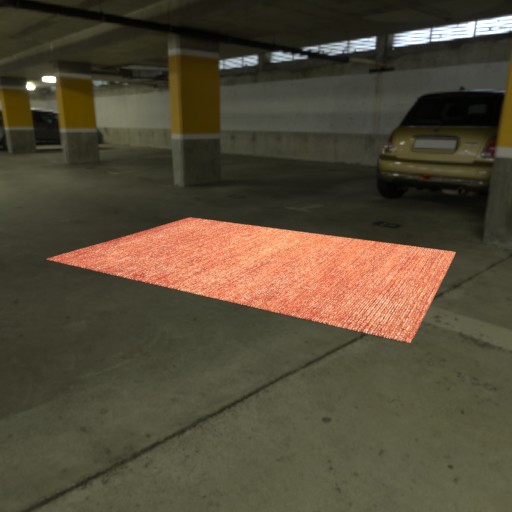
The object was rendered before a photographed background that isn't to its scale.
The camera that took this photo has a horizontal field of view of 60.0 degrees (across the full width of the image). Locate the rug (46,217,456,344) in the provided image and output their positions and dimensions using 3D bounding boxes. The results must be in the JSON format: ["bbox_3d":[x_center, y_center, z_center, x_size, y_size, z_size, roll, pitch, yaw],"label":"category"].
[{"bbox_3d":[0.000,0.000,2.248,1.747,0.011,1.139,9,19,28],"label":"rug"}]
